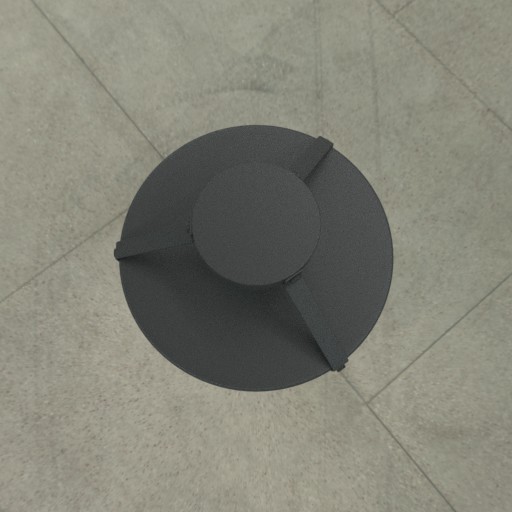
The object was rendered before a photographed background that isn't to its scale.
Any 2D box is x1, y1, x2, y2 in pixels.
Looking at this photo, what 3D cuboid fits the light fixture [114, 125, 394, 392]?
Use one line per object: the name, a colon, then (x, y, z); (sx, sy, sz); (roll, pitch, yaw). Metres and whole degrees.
light fixture: (0.000, 0.000, 0.526); (0.304, 0.269, 0.304); (0, 77, 0)
